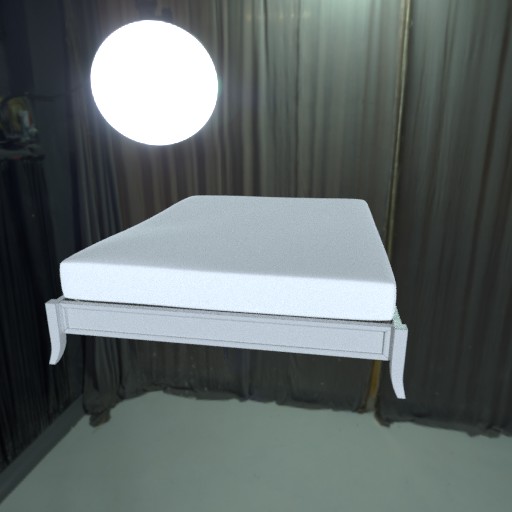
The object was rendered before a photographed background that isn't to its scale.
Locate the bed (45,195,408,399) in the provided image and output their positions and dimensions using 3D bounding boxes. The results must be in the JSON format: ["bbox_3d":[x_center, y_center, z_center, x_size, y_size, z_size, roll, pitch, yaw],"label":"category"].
[{"bbox_3d":[0.000,0.000,2.863,1.604,0.510,2.108,3,17,9],"label":"bed"}]
